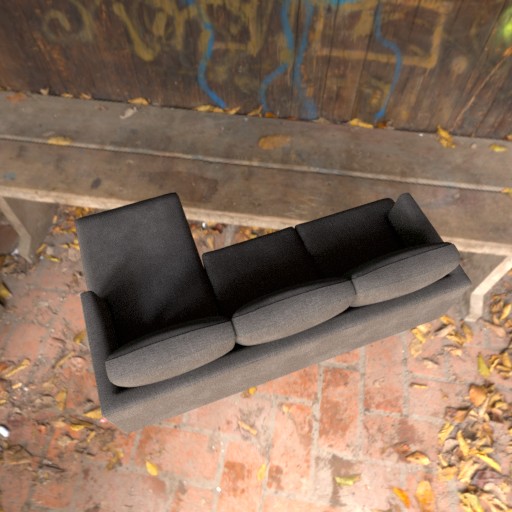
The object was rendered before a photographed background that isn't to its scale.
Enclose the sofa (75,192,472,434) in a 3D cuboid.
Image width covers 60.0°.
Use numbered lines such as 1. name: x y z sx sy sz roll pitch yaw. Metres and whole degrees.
1. sofa: 0.000 0.000 2.992 2.233 0.956 1.504 -18 61 -10
